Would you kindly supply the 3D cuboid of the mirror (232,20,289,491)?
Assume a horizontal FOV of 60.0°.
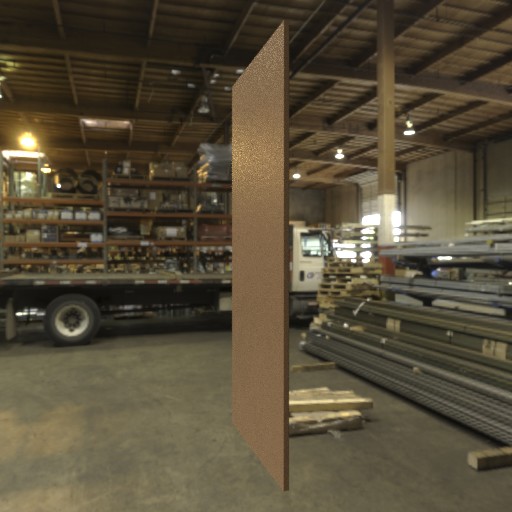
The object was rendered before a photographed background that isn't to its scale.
[{"bbox_3d":[0.000,0.000,2.299,0.026,2.031,0.812,0,0,-19],"label":"mirror"}]
